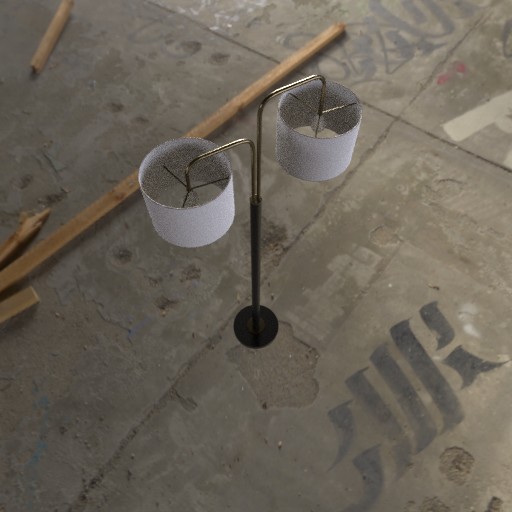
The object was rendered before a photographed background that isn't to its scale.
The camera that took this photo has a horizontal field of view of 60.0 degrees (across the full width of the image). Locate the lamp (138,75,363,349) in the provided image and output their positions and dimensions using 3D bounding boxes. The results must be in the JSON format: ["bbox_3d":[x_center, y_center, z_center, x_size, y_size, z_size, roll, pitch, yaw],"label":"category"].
[{"bbox_3d":[0.000,0.000,1.830,0.711,1.587,0.254,-29,64,-16],"label":"lamp"}]
